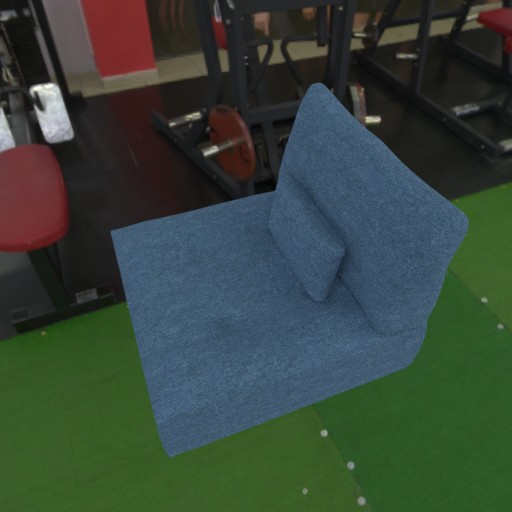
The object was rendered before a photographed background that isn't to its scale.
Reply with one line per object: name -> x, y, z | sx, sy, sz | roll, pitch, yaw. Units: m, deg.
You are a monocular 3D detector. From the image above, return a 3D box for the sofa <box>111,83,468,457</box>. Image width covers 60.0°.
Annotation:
sofa -> 0.000, 0.000, 1.670 | 1.000, 0.820, 0.930 | -16, 48, -15
